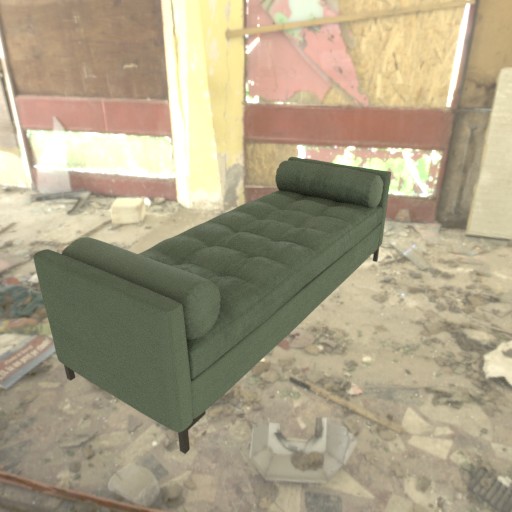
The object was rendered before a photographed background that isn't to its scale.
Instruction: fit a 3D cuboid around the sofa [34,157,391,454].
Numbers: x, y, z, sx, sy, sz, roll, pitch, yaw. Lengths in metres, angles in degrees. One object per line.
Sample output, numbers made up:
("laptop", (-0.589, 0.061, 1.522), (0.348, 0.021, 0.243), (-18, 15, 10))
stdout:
("sofa", (0.000, 0.000, 2.513), (0.817, 0.681, 2.130), (17, 30, 31))
